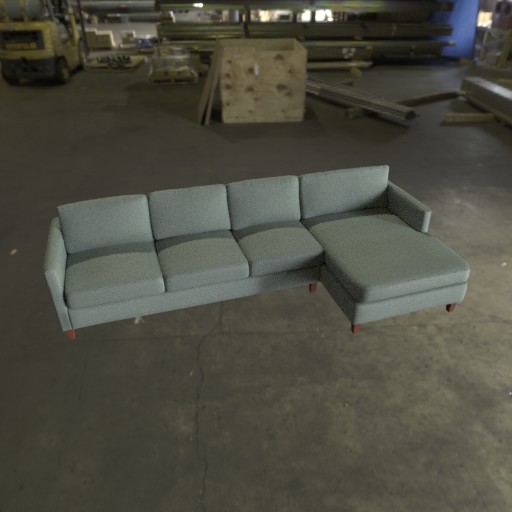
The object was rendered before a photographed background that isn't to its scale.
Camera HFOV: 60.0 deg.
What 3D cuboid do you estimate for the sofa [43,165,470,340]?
[{"bbox_3d":[0.000,0.000,4.001,3.471,0.950,1.604,-9,34,-15],"label":"sofa"}]
